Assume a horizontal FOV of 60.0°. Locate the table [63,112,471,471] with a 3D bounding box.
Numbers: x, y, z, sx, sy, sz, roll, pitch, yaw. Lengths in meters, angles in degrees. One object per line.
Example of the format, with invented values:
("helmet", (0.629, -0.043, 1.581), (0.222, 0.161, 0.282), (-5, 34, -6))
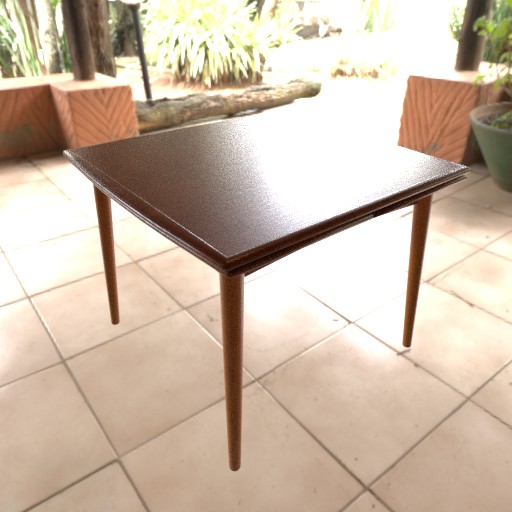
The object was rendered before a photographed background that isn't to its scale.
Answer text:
("table", (0.000, 0.000, 1.657), (0.991, 0.754, 0.991), (-22, 37, -33))
